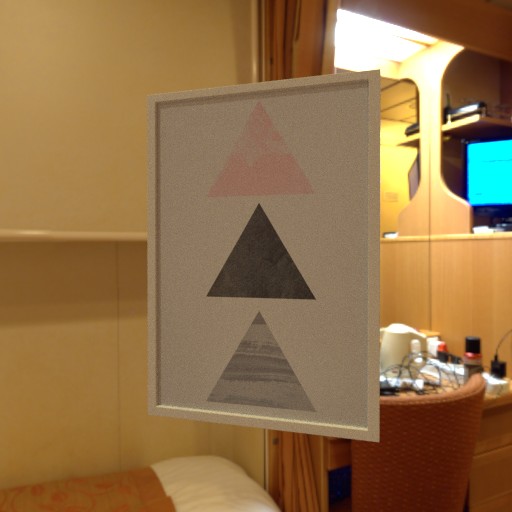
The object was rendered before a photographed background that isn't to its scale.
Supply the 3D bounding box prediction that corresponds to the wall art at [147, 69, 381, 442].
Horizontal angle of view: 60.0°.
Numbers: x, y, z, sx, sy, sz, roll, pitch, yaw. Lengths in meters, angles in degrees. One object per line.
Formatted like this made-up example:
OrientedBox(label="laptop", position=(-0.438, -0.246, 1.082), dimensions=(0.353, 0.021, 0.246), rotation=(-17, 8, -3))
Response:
OrientedBox(label="wall art", position=(0.000, 0.000, 0.563), dimensions=(0.303, 0.433, 0.013), rotation=(0, 1, 17))
